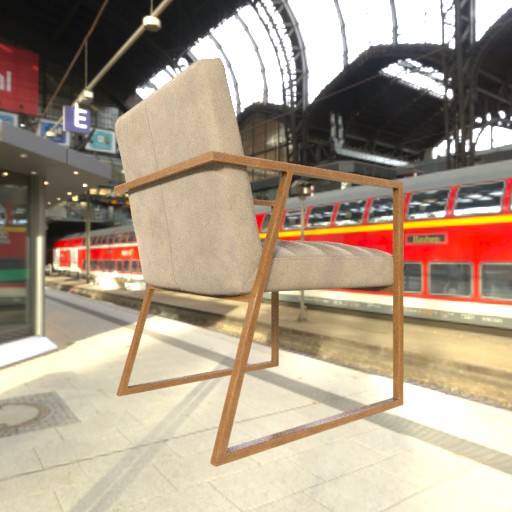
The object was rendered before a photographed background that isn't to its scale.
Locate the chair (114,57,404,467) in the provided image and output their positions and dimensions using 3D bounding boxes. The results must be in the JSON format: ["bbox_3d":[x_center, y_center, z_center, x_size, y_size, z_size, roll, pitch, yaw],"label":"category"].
[{"bbox_3d":[0.000,0.000,1.302,0.682,0.843,0.578,0,0,-36],"label":"chair"}]
